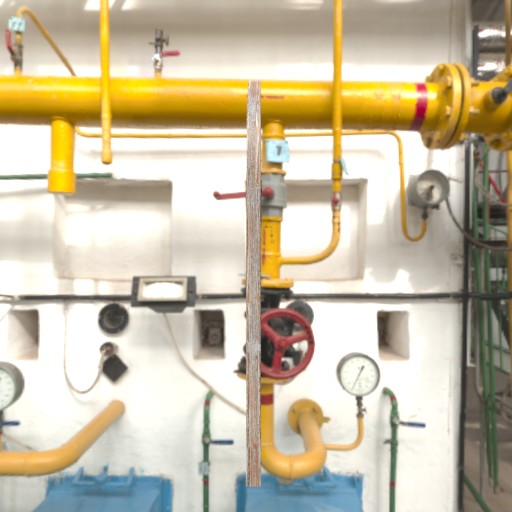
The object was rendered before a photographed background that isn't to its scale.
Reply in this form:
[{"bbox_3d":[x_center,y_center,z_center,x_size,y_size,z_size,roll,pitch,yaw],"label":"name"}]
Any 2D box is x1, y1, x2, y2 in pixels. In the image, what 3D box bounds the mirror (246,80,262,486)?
[{"bbox_3d":[0.000,0.000,1.213,0.032,0.920,0.660,0,-1,1],"label":"mirror"}]
